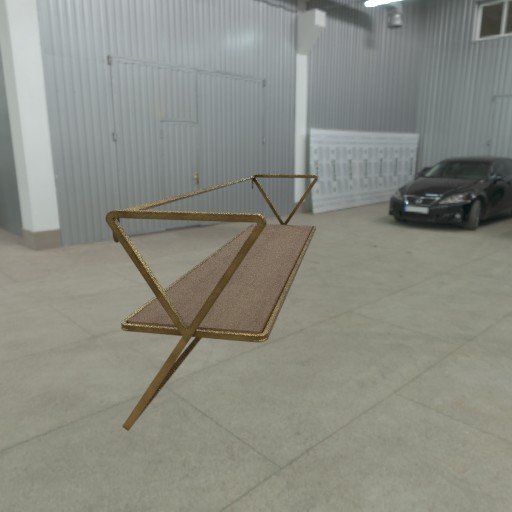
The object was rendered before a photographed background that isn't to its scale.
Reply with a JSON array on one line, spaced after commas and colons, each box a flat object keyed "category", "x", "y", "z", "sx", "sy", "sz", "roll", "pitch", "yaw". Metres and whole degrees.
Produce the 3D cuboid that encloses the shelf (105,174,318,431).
[{"category": "shelf", "x": 0.000, "y": 0.000, "z": 0.724, "sx": 0.150, "sy": 0.229, "sz": 0.645, "roll": 3, "pitch": 14, "yaw": 11}]
